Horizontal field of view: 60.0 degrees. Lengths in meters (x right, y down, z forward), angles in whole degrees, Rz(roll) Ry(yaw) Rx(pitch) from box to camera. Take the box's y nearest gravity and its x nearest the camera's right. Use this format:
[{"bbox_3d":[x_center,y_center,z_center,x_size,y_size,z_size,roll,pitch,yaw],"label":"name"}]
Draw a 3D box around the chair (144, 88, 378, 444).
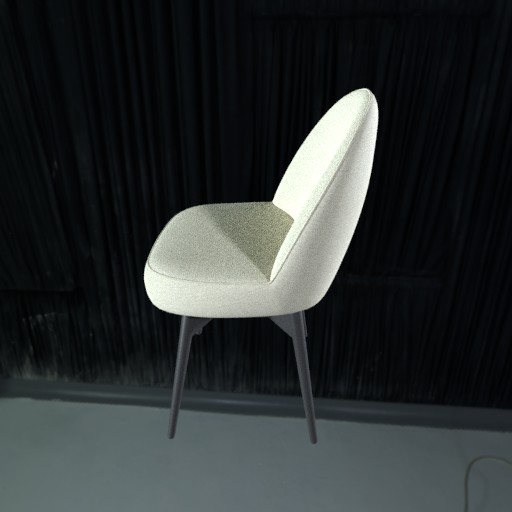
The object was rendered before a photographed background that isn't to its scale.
[{"bbox_3d":[0.000,0.000,1.181,0.540,0.838,0.532,1,26,2],"label":"chair"}]
